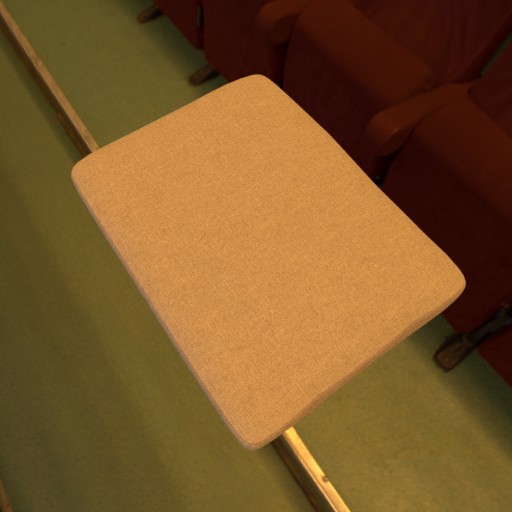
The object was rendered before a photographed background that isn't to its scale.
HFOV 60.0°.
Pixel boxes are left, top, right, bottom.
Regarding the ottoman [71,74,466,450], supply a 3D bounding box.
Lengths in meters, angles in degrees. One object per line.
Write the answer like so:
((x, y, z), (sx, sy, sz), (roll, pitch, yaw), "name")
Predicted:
((0.000, 0.000, 1.326), (0.677, 0.519, 0.898), (-32, 68, -15), "ottoman")
